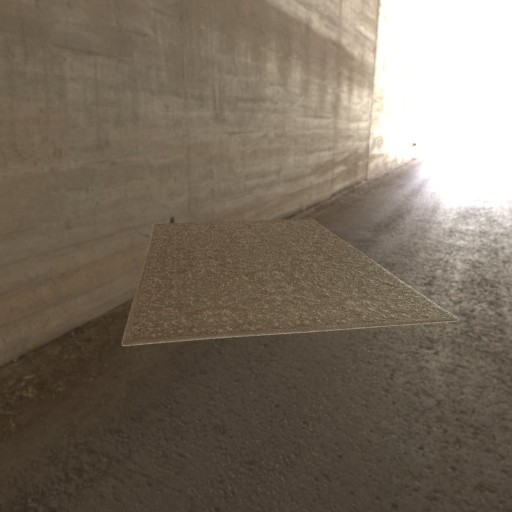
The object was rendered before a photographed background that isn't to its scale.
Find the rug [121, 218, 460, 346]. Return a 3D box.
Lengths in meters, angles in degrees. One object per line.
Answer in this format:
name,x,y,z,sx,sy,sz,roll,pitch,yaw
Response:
rug,0.000,0.000,3.091,1.529,0.012,2.435,-3,16,-9
